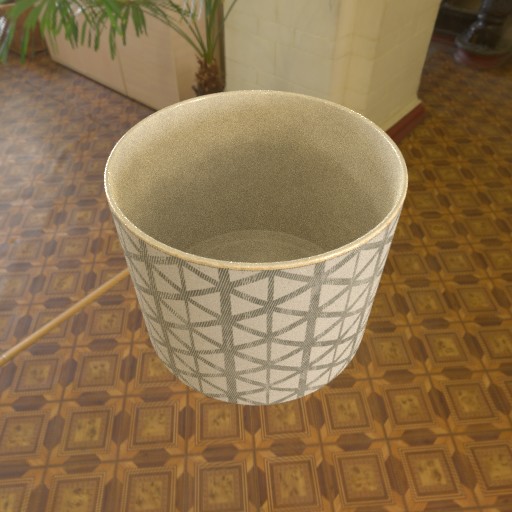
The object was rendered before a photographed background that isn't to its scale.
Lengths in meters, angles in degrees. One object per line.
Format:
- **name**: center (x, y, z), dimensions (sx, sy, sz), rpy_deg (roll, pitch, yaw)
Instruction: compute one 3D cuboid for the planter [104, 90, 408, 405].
- **planter**: center (0.000, 0.000, 0.459), dimensions (0.250, 0.239, 0.250), rpy_deg (0, 46, 0)
